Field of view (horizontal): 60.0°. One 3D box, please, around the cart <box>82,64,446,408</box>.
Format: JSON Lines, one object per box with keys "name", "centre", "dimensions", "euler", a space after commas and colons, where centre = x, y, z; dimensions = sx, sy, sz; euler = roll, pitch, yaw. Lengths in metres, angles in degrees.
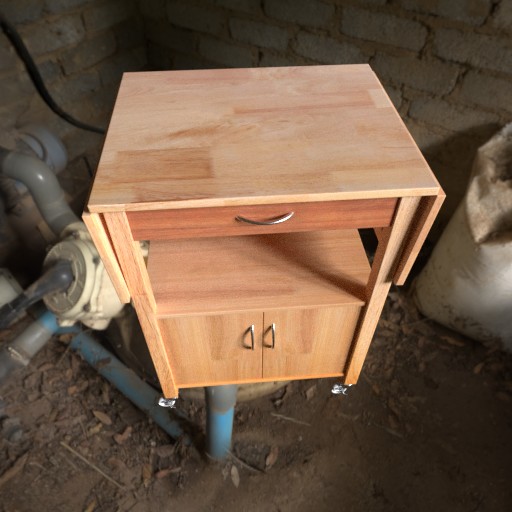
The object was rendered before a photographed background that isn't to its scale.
{"name": "cart", "centre": [0.000, 0.000, 1.236], "dimensions": [0.640, 0.838, 0.508], "euler": [-3, 47, -3]}
